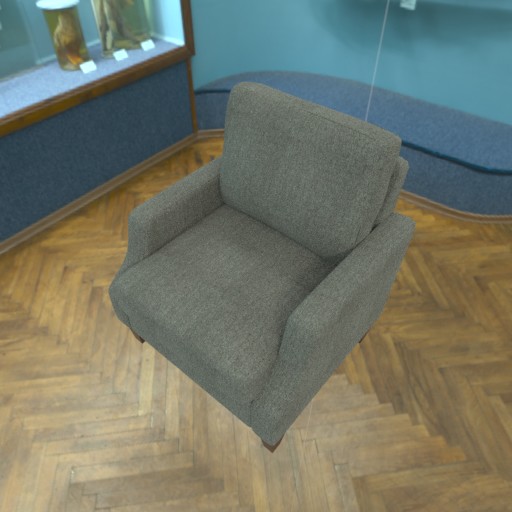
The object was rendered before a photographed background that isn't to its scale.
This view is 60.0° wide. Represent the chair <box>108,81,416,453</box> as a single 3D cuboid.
[{"bbox_3d":[0.000,0.000,1.671,0.855,0.993,0.897,31,53,27],"label":"chair"}]
